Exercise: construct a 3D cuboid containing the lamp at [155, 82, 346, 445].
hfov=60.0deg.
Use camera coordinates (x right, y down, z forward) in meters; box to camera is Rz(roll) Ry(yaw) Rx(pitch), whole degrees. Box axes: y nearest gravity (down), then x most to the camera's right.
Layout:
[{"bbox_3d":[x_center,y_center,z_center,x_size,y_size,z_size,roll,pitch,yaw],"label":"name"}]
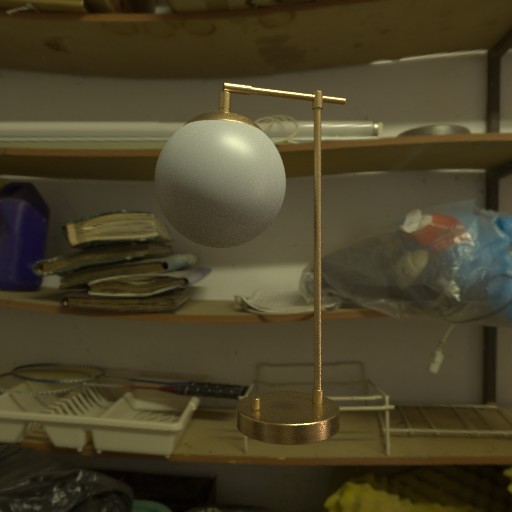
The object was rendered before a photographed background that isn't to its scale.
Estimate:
[{"bbox_3d":[0.000,0.000,0.723,0.324,0.559,0.207,0,-1,-17],"label":"lamp"}]
